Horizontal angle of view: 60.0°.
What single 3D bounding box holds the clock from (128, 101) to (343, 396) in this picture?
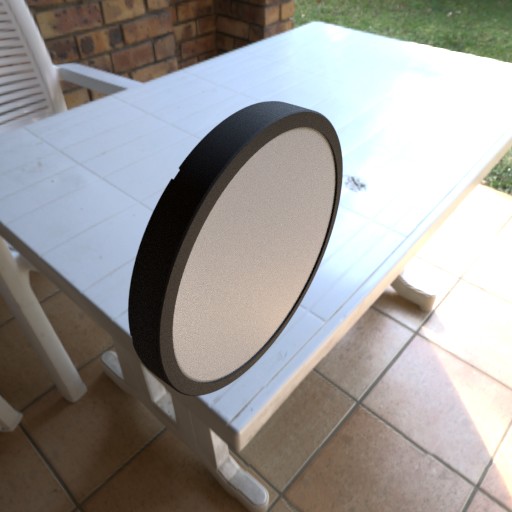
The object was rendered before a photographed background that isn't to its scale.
[{"bbox_3d":[0.000,0.000,0.442,0.040,0.293,0.293,27,48,26],"label":"clock"}]
